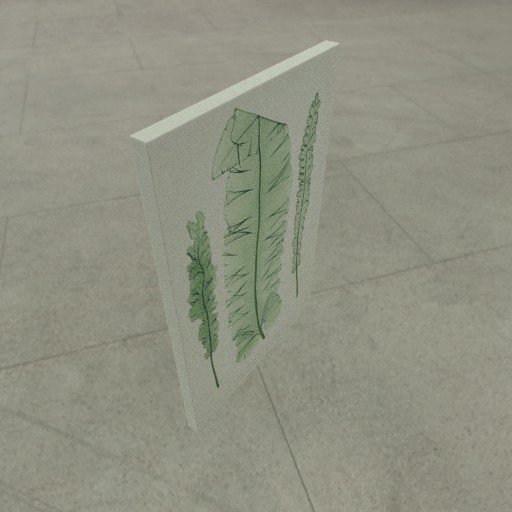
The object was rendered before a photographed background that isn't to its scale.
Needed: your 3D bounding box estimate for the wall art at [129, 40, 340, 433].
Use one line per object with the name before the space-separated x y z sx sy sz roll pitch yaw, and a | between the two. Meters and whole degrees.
wall art | 0.000 0.000 1.166 0.038 0.914 0.610 26 48 26
